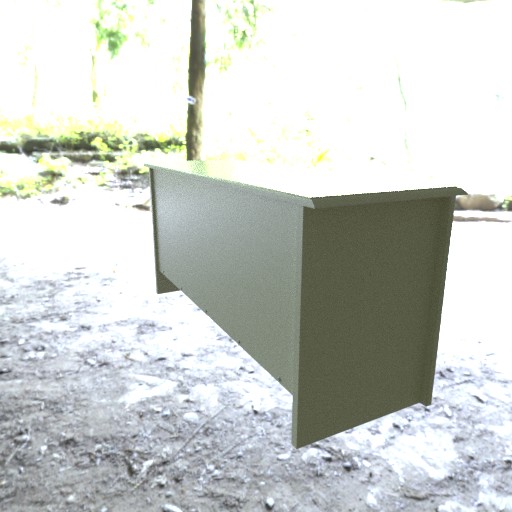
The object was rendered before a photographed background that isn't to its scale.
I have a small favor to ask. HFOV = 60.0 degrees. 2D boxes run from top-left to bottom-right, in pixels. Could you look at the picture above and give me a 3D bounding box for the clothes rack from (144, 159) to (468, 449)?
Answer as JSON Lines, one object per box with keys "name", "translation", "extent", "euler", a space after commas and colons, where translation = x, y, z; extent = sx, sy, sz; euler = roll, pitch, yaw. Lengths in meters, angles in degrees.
{"name": "clothes rack", "translation": [0.000, 0.000, 1.464], "extent": [0.405, 0.558, 1.218], "euler": [-8, 17, -27]}
